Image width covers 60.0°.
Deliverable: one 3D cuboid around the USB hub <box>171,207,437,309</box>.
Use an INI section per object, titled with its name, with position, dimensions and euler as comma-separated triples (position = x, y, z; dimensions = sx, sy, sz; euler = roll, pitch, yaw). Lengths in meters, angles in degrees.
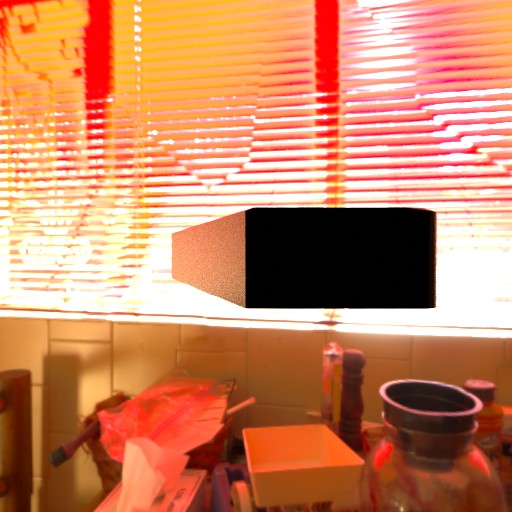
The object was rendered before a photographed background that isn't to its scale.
[USB hub]
position = 0.000, 0.000, 0.163
dimensions = 0.044, 0.023, 0.145
euler = 0, 0, -18
